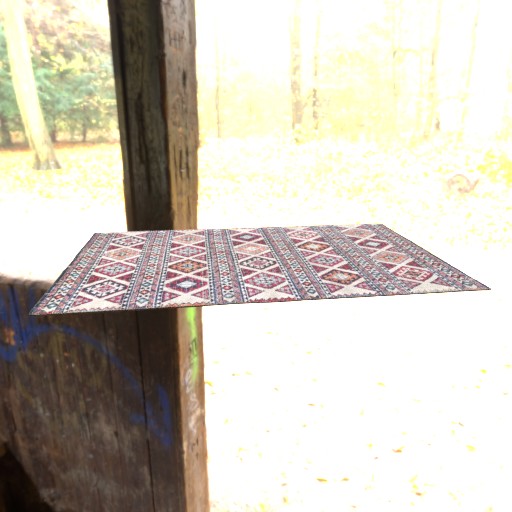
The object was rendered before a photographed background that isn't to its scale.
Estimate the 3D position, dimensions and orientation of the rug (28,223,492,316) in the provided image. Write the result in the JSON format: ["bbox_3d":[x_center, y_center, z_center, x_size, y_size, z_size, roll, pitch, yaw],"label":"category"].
[{"bbox_3d":[0.000,0.000,3.015,2.440,0.010,1.545,-2,18,-7],"label":"rug"}]
